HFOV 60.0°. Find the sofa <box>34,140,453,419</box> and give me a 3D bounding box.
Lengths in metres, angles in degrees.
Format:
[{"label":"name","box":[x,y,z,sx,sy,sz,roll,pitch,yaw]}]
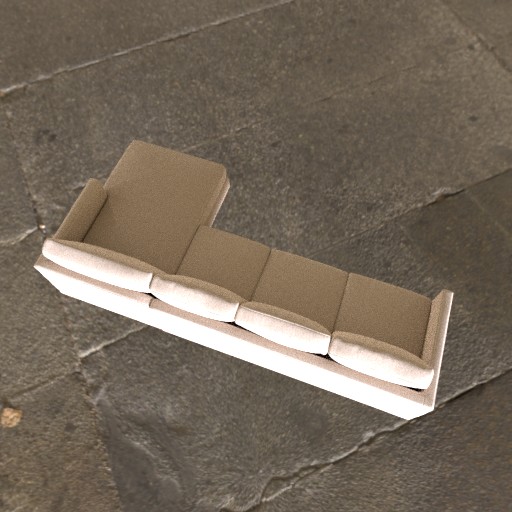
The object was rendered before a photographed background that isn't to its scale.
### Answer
[{"label":"sofa","box":[0.000,0.000,3.816,3.186,0.861,1.625,18,65,9]}]
